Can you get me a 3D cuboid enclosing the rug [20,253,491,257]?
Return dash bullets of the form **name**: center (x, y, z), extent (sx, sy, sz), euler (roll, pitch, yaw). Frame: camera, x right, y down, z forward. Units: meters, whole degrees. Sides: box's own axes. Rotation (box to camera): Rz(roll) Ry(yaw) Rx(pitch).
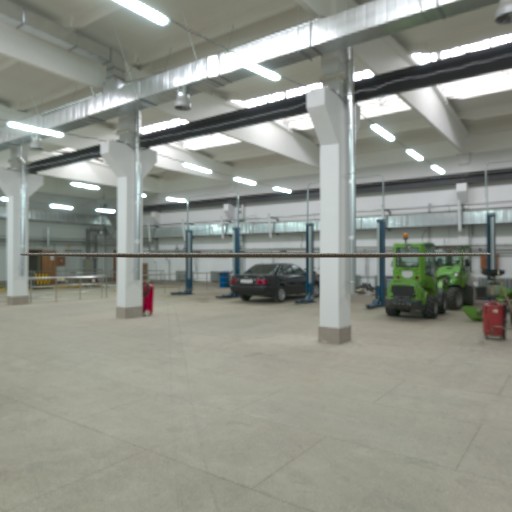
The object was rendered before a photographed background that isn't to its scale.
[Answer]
- **rug**: center (0.000, 0.000, 4.083), extent (3.050, 0.016, 2.441), euler (0, -1, 0)
